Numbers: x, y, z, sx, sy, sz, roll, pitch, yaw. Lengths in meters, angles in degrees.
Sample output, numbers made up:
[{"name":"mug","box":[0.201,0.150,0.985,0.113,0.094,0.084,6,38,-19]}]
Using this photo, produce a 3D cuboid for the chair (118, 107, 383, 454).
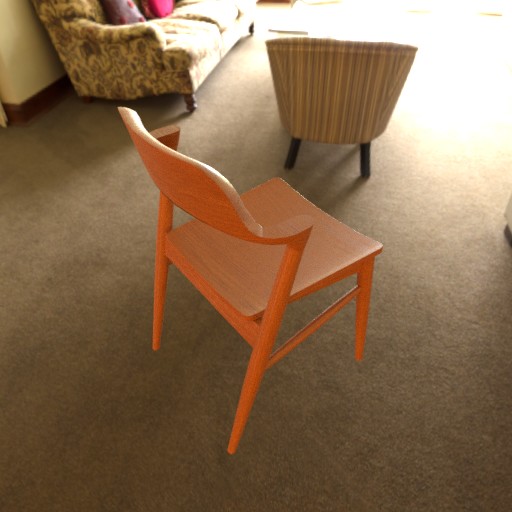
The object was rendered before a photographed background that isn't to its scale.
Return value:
[{"name":"chair","box":[0.000,0.000,1.121,0.499,0.801,0.496,-27,48,-27]}]
